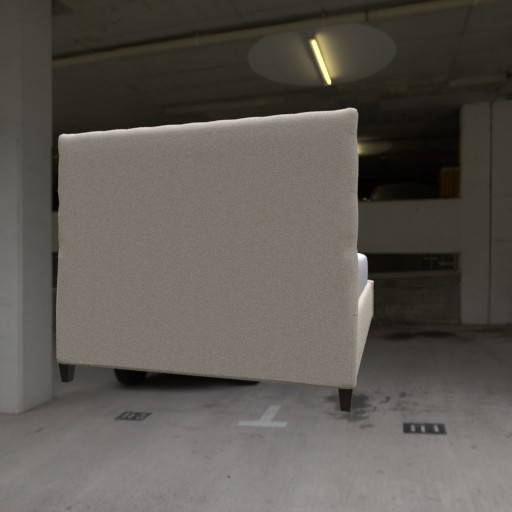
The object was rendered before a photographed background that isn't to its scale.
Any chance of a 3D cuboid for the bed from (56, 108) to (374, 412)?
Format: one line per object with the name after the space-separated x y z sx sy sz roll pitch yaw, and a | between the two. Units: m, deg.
0.000 0.000 3.419 1.698 1.427 2.387 0 1 17 | bed
